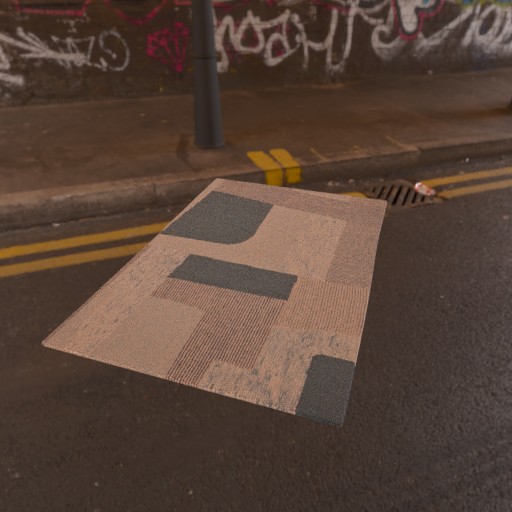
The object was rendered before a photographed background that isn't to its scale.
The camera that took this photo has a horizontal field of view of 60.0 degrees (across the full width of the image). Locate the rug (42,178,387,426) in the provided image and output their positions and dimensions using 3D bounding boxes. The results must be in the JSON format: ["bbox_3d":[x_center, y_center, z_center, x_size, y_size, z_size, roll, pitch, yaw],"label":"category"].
[{"bbox_3d":[0.000,0.000,2.387,1.238,0.020,1.847,10,34,16],"label":"rug"}]
